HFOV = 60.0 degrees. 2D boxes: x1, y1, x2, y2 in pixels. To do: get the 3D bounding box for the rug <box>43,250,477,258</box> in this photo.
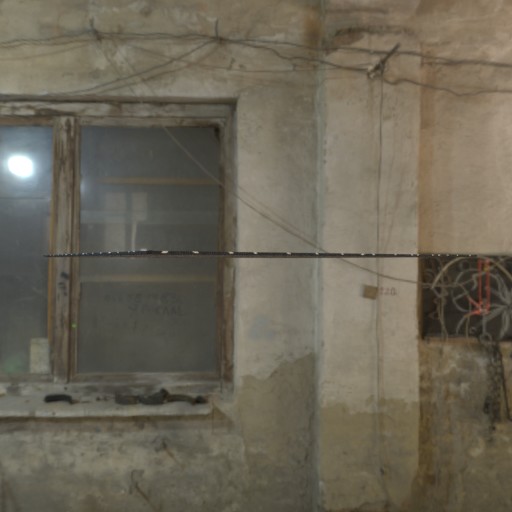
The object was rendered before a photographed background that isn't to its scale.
[{"bbox_3d":[0.000,0.000,3.964,3.047,0.022,2.439,0,-1,-36],"label":"rug"}]
